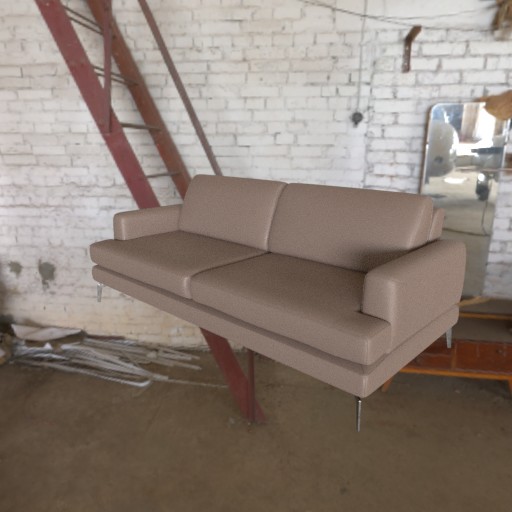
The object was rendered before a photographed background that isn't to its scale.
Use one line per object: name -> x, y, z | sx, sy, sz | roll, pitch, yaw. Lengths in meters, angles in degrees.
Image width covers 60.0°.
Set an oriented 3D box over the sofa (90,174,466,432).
sofa -> 0.000, 0.000, 2.429 | 1.940, 0.765, 0.974 | 14, 21, 41
